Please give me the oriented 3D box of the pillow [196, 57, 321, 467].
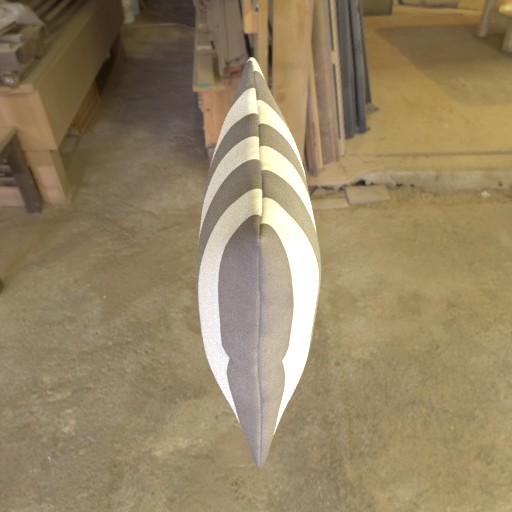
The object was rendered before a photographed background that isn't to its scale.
[{"bbox_3d":[0.000,0.000,0.773,0.192,0.507,0.522,-1,42,-1],"label":"pillow"}]
